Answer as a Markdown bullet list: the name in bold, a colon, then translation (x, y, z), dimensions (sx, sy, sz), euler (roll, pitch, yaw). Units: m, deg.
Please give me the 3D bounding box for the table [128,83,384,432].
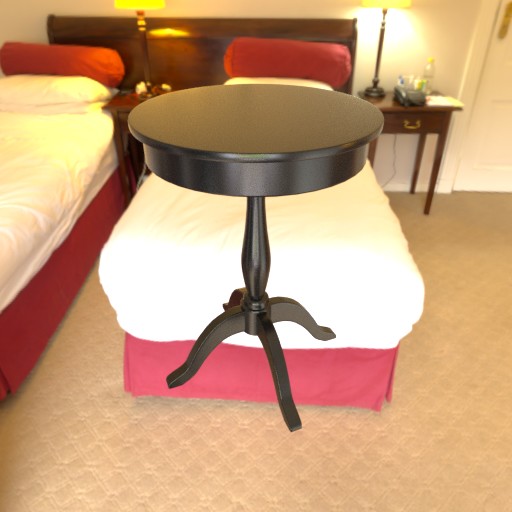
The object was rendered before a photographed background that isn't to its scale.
- **table**: translation (0.000, 0.000, 1.027), dimensions (0.481, 0.665, 0.481), euler (0, 33, 0)
